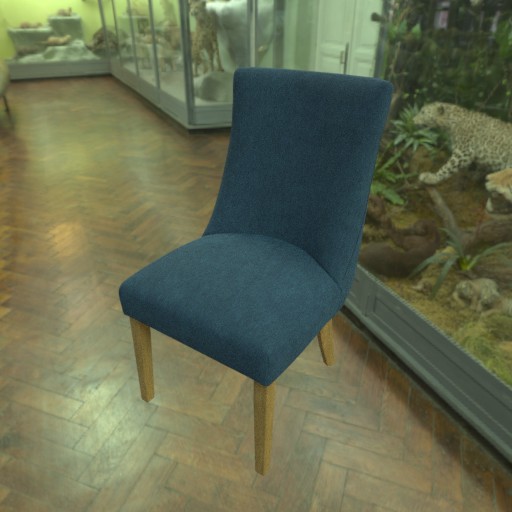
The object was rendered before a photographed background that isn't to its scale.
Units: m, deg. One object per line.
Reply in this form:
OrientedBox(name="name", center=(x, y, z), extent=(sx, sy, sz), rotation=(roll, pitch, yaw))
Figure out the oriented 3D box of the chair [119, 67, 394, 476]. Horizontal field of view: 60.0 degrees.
OrientedBox(name="chair", center=(0.000, 0.000, 1.235), extent=(0.495, 0.902, 0.609), rotation=(19, 35, 29))
